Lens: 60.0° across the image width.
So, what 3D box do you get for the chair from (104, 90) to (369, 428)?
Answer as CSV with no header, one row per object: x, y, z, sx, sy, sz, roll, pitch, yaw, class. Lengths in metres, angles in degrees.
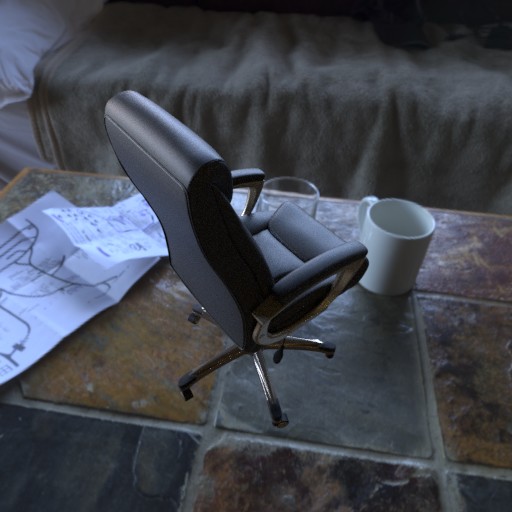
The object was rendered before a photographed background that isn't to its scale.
0.000,0.000,1.579,0.748,1.188,0.694,-26,48,-26,chair
